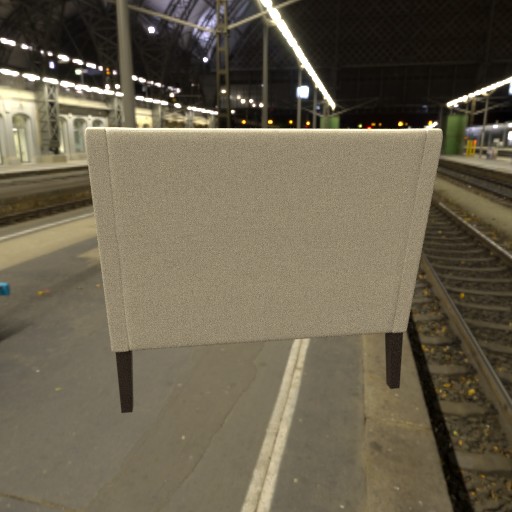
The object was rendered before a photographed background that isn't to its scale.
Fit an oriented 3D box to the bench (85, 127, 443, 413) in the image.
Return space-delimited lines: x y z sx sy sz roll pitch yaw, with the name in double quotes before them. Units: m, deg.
"bench" 0.000 0.000 2.061 1.280 1.123 0.847 -2 15 -9
